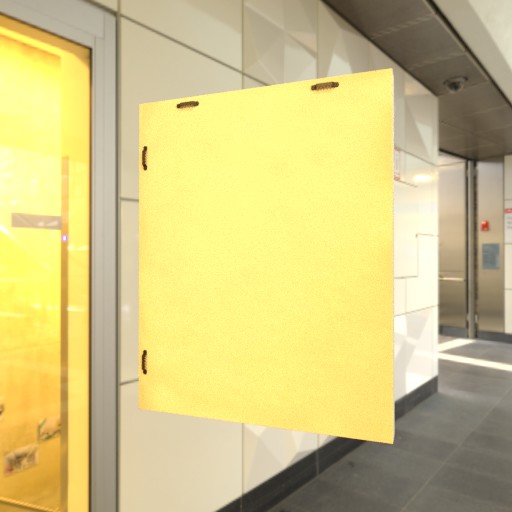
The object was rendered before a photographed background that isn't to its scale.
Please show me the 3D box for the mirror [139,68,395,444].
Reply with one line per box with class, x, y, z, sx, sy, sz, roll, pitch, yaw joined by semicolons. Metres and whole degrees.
mirror;0.000;0.000;0.684;0.406;0.509;0.041;0;0;20
